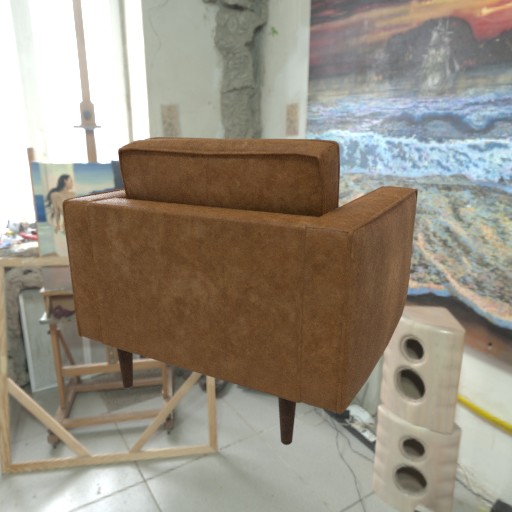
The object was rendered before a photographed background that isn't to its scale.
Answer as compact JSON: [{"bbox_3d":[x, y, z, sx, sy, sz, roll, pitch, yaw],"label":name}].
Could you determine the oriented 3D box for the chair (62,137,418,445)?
[{"bbox_3d":[0.000,0.000,1.479,0.928,0.767,0.798,8,18,27],"label":"chair"}]
